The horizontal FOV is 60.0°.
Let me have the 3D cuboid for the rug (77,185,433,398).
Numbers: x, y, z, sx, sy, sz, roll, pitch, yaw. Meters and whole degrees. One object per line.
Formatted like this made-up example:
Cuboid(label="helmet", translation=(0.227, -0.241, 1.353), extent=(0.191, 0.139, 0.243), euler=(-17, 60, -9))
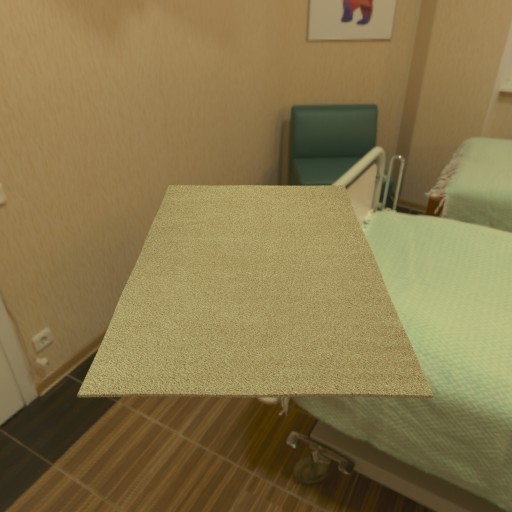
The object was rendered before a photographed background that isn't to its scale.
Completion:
Cuboid(label="rug", translation=(0.000, 0.000, 3.387), extent=(1.800, 0.025, 2.699), euler=(0, 32, 0))
